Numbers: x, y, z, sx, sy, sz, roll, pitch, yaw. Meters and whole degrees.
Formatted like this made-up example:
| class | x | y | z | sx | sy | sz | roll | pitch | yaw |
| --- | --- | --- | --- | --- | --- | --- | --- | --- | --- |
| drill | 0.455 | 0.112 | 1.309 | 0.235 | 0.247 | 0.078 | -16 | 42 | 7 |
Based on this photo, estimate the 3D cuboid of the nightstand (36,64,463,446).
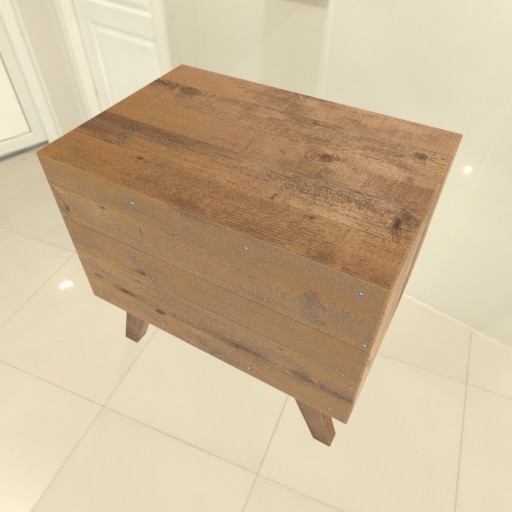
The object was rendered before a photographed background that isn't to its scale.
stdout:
| class | x | y | z | sx | sy | sz | roll | pitch | yaw |
| --- | --- | --- | --- | --- | --- | --- | --- | --- | --- |
| nightstand | 0.000 | 0.000 | 1.026 | 0.650 | 0.599 | 0.450 | 22 | 50 | 20 |
